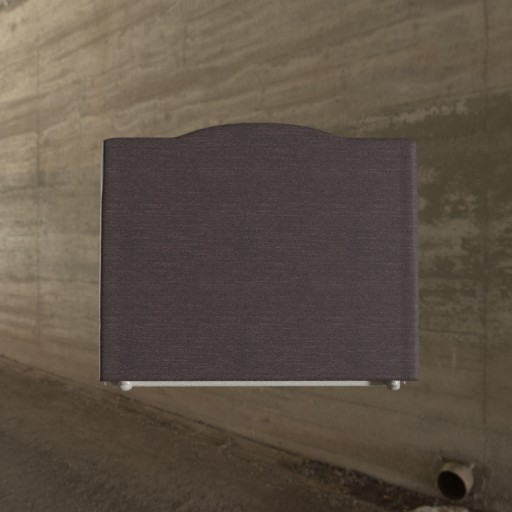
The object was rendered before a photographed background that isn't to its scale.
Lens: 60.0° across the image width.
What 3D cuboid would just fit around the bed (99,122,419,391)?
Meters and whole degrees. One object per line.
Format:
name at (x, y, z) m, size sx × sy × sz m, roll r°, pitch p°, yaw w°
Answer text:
bed at (0.000, 0.000, 3.599) m, size 1.741 × 1.441 × 2.507 m, roll 0°, pitch 0°, yaw 0°
